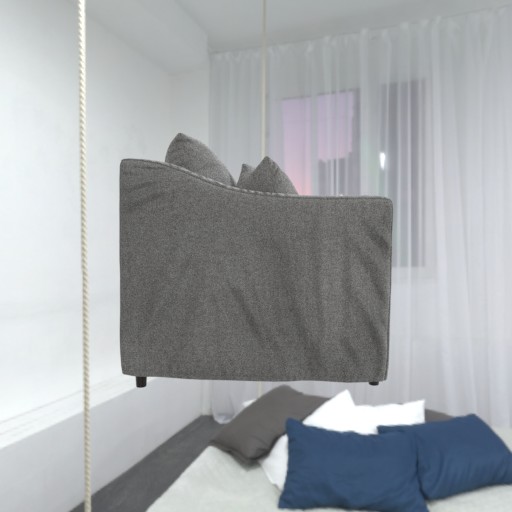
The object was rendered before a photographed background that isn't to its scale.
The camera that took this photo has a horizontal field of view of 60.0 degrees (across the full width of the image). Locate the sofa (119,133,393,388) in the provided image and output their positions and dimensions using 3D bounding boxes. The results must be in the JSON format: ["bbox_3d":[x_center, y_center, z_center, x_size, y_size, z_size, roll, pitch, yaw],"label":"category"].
[{"bbox_3d":[0.000,0.000,2.651,1.072,1.018,2.010,0,0,0],"label":"sofa"}]
